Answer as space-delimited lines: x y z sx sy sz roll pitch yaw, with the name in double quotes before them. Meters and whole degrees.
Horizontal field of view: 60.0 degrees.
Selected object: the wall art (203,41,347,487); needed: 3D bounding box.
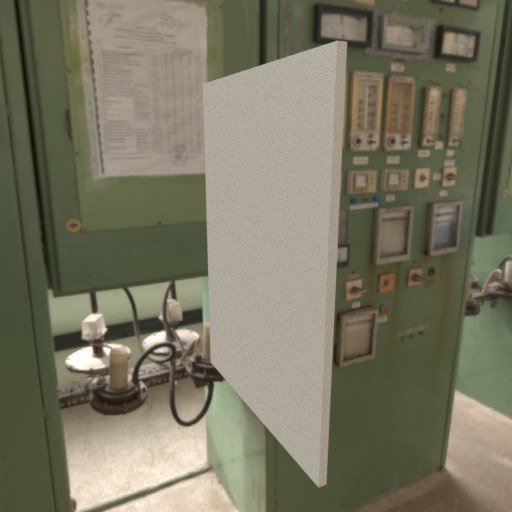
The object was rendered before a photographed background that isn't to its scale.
"wall art" 0.000 0.000 0.676 0.013 0.533 0.381 -7 16 -26
